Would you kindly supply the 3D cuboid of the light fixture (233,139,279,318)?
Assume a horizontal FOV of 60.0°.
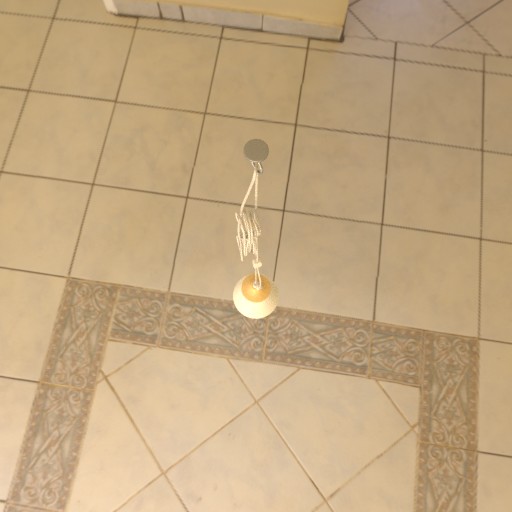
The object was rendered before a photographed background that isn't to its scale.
[{"bbox_3d":[0.000,0.000,1.018,0.153,0.966,0.153,-1,74,0],"label":"light fixture"}]
